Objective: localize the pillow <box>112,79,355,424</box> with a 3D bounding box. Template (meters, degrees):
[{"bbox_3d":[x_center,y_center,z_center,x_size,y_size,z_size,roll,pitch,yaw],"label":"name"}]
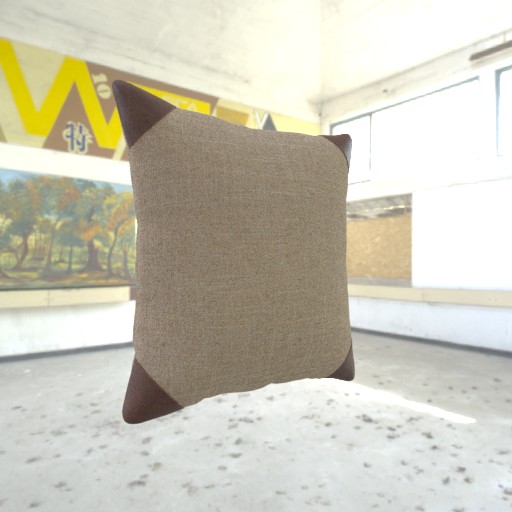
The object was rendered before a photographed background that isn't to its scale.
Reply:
[{"bbox_3d":[0.000,0.000,0.680,0.437,0.448,0.147,1,-1,-36],"label":"pillow"}]
